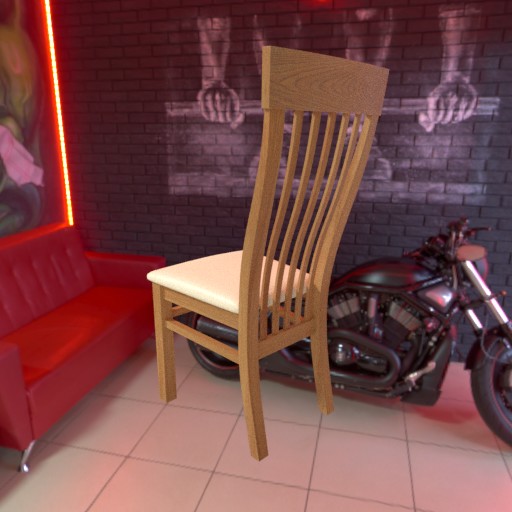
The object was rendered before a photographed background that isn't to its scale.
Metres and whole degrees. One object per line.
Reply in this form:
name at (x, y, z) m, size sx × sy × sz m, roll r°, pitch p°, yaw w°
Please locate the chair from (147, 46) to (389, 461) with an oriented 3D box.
chair at (0.000, 0.000, 1.352) m, size 0.450 × 1.050 × 0.580 m, roll -14°, pitch 20°, yaw -42°
